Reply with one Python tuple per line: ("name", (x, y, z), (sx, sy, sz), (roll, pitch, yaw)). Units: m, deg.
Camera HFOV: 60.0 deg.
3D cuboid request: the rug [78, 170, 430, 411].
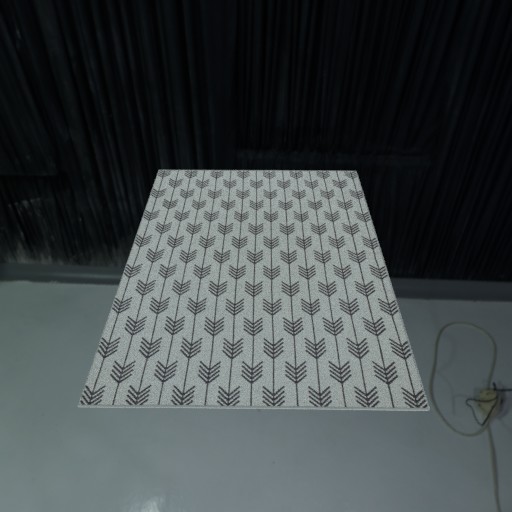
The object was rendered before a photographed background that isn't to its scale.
("rug", (0.000, 0.000, 4.075), (2.330, 0.010, 3.061), (0, 41, 0))
